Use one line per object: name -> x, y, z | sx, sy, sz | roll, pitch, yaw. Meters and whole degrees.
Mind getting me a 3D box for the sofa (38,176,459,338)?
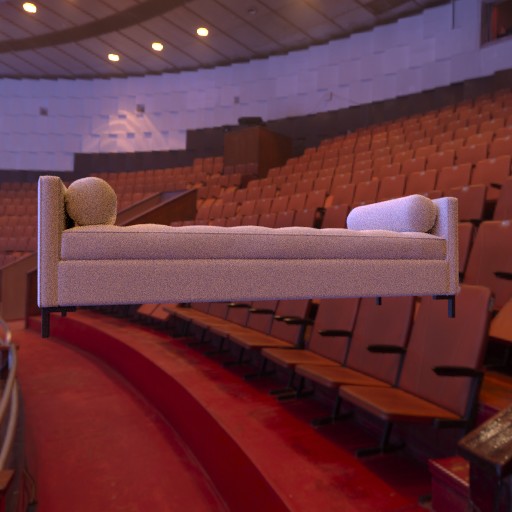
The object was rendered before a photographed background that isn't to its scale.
sofa -> 0.000, 0.000, 2.327 | 1.985, 0.641, 0.746 | 0, -1, -18
